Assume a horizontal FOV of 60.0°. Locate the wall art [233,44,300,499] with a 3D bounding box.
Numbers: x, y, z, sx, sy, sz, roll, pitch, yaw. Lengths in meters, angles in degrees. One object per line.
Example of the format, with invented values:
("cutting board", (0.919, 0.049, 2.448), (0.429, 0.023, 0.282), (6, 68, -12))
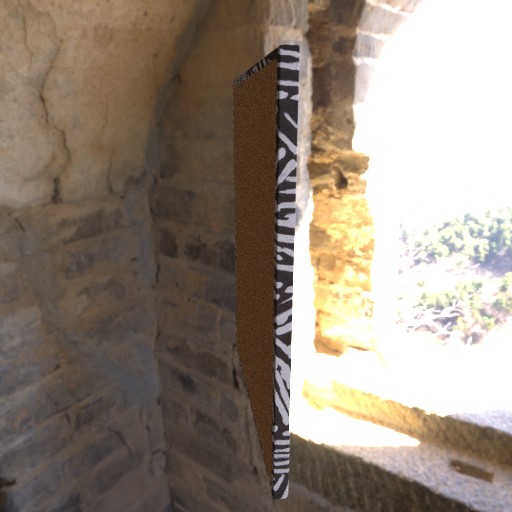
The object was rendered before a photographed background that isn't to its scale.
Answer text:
("wall art", (0.000, 0.000, 1.299), (0.038, 1.017, 0.765), (-3, 17, -9))
